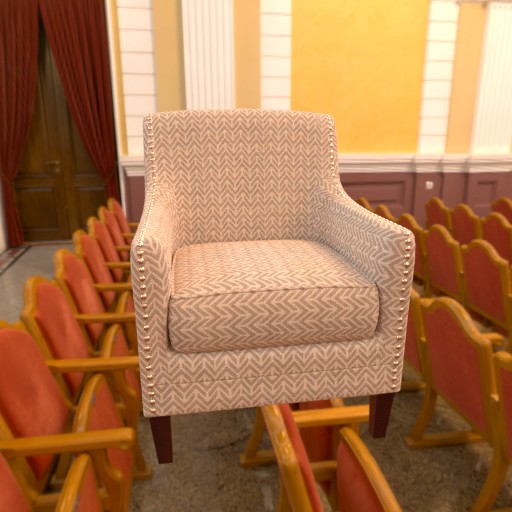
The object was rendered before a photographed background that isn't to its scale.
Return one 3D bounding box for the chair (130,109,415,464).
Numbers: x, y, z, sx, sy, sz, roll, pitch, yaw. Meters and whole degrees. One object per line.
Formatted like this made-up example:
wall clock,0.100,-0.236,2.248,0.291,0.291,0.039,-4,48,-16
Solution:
chair,0.000,0.000,1.263,0.623,0.816,0.651,-3,16,-9
